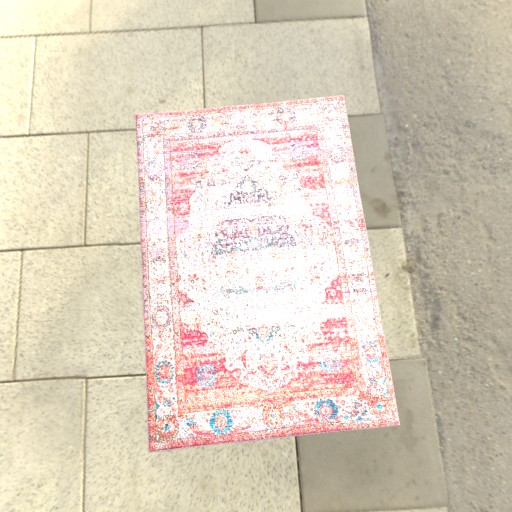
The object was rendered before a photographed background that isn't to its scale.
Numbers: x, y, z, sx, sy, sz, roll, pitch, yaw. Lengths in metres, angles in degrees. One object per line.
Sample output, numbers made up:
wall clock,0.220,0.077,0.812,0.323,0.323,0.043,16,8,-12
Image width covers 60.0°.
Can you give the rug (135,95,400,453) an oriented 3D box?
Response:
rug,0.000,0.000,2.357,1.219,0.006,1.829,-6,76,-1
